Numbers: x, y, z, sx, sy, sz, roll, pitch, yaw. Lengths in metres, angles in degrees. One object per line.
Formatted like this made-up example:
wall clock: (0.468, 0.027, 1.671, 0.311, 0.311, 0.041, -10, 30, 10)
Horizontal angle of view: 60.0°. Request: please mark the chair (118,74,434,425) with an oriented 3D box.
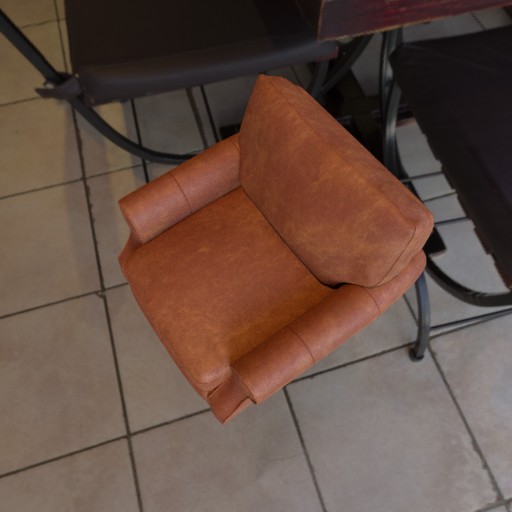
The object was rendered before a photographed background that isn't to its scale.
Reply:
chair: (0.000, 0.000, 1.792, 0.986, 0.962, 0.983, -33, 68, -15)
